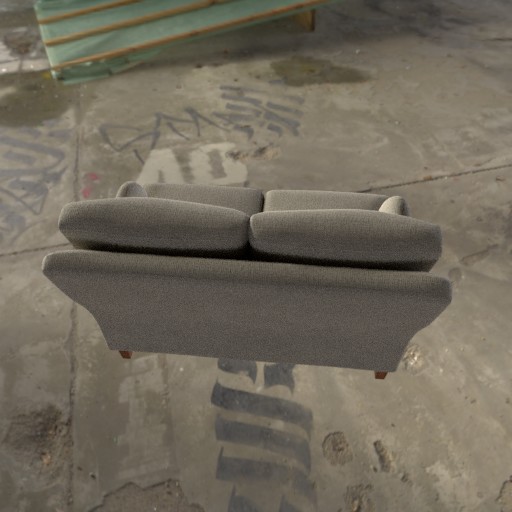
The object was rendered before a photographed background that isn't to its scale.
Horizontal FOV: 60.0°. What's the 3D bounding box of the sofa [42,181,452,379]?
[{"bbox_3d":[0.000,0.000,2.159,1.480,0.999,1.087,4,46,4],"label":"sofa"}]
